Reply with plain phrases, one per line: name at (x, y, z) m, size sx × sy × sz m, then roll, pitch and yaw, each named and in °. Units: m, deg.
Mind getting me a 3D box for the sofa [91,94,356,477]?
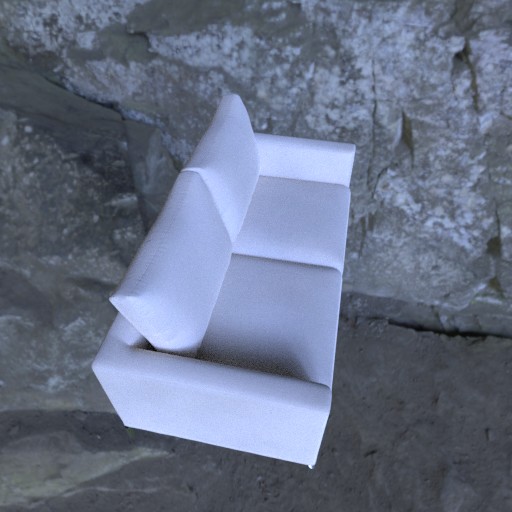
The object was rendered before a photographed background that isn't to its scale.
sofa at (0.000, 0.000, 2.292) m, size 0.906 × 0.995 × 1.739 m, roll 9°, pitch 46°, yaw 8°
